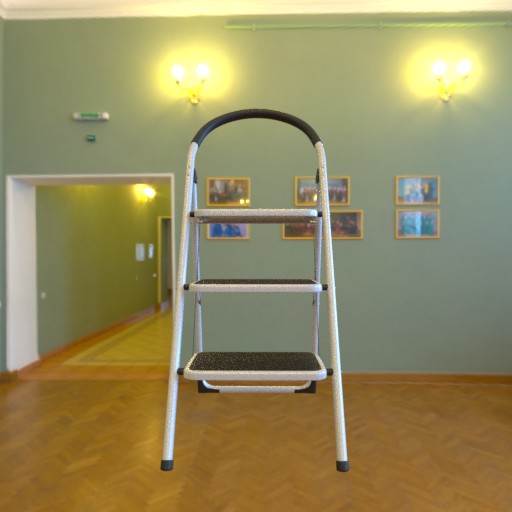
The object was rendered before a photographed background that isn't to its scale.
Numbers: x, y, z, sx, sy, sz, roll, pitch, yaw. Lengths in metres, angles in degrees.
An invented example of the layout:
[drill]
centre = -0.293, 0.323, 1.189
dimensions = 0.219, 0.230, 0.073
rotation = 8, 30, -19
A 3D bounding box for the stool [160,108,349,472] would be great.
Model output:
[stool]
centre = 0.000, 0.000, 1.456
dimensions = 0.485, 1.109, 0.676
rotation = 0, 0, 1
